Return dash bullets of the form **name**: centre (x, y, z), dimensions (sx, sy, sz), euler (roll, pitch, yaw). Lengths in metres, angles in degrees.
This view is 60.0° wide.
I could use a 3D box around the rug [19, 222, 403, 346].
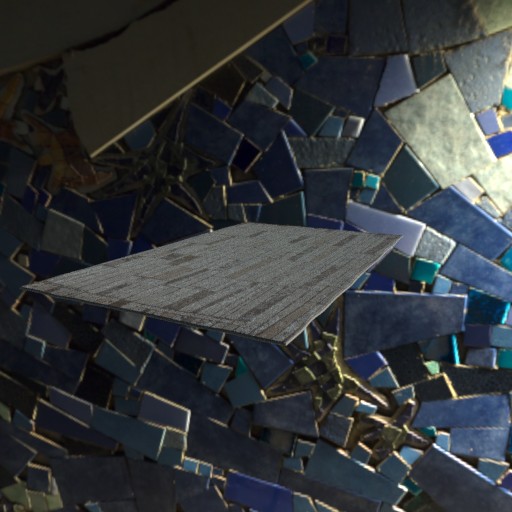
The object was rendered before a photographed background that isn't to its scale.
- **rug**: centre (0.000, 0.000, 3.022), dimensions (1.531, 0.023, 2.444), euler (7, 15, 27)
